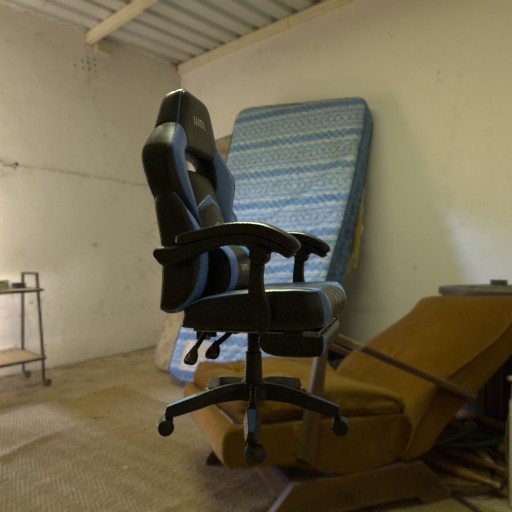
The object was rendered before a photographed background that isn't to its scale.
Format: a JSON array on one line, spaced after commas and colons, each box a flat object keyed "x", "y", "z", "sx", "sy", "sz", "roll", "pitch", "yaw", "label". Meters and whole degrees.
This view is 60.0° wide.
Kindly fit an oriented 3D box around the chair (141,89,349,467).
[{"x": 0.000, "y": 0.000, "z": 1.696, "sx": 0.700, "sy": 1.280, "sz": 0.700, "roll": 0, "pitch": 0, "yaw": 18, "label": "chair"}]
